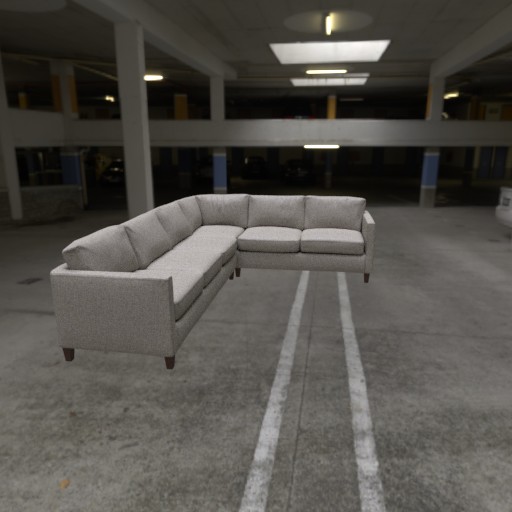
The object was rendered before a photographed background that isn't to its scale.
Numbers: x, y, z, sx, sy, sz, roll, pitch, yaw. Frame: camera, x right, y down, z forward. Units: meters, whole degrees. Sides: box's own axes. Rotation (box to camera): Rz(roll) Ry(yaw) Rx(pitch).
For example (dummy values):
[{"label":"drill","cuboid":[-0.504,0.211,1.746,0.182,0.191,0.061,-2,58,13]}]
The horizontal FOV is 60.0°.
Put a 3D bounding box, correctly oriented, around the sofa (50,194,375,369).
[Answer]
[{"label":"sofa","cuboid":[0.000,0.000,4.607,2.593,0.947,3.302,2,15,8]}]
